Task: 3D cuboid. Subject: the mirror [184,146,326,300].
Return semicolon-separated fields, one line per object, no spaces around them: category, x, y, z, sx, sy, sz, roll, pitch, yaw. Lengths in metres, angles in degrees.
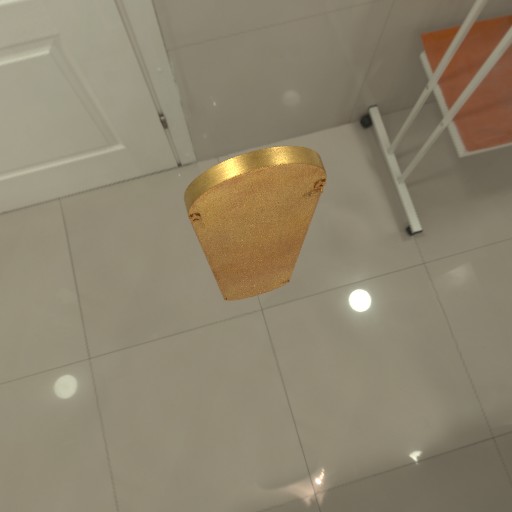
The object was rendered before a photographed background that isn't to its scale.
mirror;0.000;0.000;1.070;0.222;0.991;0.032;-16;76;-4
